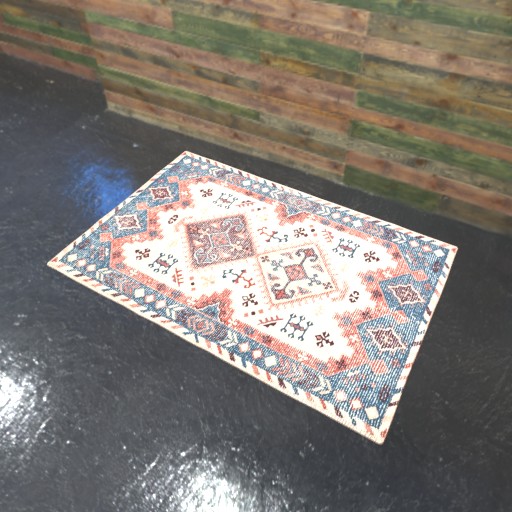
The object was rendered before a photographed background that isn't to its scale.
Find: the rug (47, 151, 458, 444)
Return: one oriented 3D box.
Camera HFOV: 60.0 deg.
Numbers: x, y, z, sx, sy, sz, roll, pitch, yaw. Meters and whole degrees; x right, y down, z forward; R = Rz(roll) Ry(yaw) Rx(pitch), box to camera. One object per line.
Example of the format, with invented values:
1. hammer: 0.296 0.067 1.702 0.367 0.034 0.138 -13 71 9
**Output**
1. rug: 0.000 0.000 2.362 1.840 0.015 1.225 23 51 20
